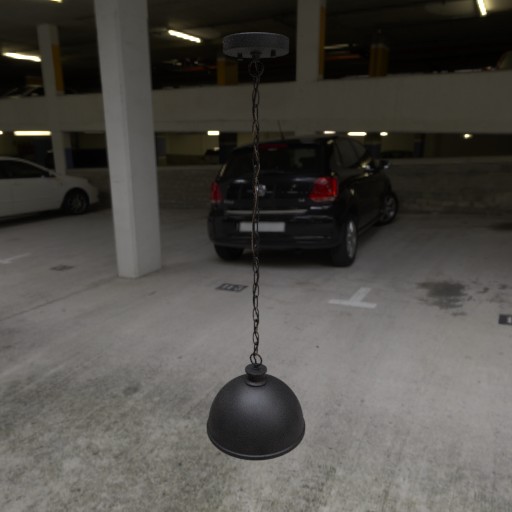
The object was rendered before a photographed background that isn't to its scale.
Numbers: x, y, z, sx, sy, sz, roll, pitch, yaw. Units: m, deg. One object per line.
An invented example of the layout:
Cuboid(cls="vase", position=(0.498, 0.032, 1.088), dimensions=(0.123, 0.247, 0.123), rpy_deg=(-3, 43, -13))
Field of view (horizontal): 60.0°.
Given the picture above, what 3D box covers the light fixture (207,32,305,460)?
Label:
Cuboid(cls="light fixture", position=(0.000, 0.000, 1.222), dimensions=(0.304, 1.090, 0.304), rpy_deg=(9, 18, 28))
